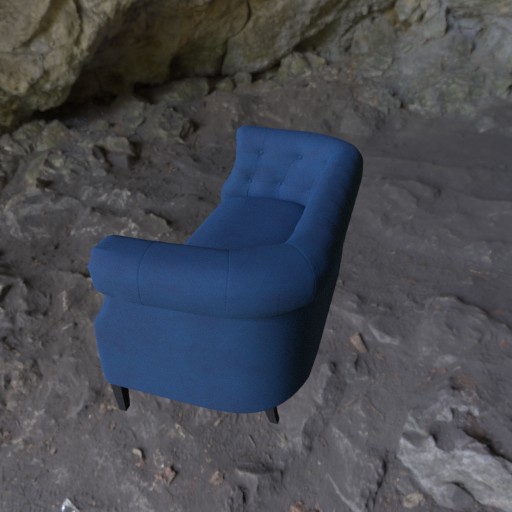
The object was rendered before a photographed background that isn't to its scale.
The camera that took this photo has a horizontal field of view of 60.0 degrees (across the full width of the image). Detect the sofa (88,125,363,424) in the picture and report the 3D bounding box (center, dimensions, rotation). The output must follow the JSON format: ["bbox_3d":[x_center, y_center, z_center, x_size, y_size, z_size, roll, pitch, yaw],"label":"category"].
[{"bbox_3d":[0.000,0.000,2.084,0.835,0.827,1.558,9,33,15],"label":"sofa"}]
